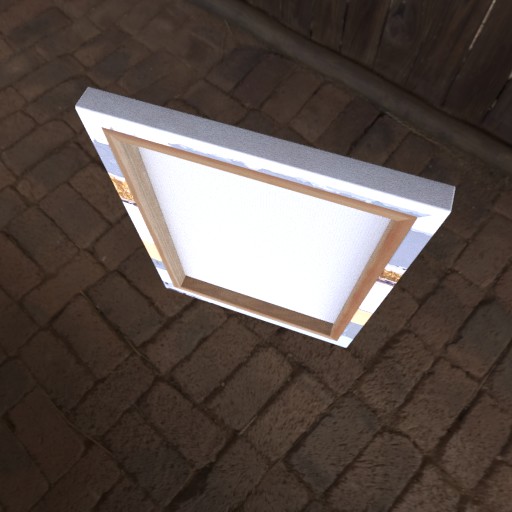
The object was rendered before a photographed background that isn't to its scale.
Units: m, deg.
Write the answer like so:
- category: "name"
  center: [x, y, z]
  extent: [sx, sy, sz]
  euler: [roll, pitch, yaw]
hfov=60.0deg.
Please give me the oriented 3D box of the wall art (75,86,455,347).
- category: "wall art"
  center: [0.000, 0.000, 0.790]
  extent: [0.456, 0.609, 0.038]
  euler: [17, 66, 8]
